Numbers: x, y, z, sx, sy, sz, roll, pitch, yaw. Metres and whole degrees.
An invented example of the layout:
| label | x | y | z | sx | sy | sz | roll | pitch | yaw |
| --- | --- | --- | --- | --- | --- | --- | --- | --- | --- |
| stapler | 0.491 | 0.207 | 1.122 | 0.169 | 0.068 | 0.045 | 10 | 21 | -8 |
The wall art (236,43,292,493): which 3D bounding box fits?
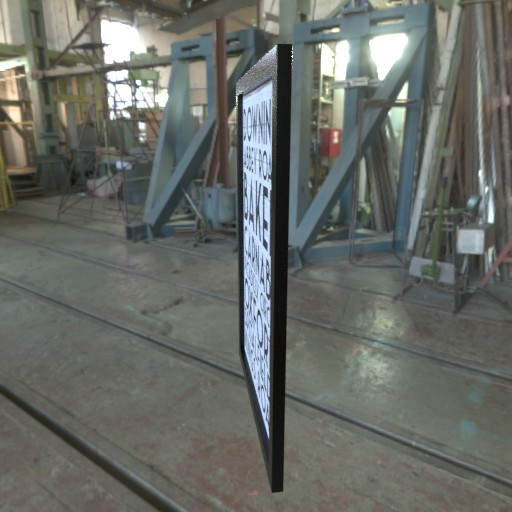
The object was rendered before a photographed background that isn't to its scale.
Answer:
| label | x | y | z | sx | sy | sz | roll | pitch | yaw |
| --- | --- | --- | --- | --- | --- | --- | --- | --- | --- |
| wall art | 0.000 | 0.000 | 0.838 | 0.019 | 0.656 | 0.462 | -2 | 16 | -8 |
